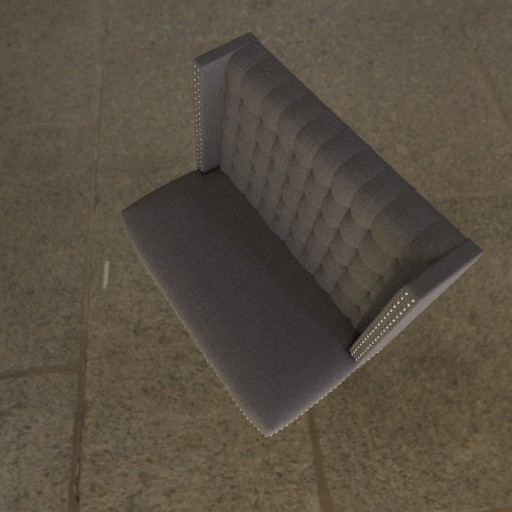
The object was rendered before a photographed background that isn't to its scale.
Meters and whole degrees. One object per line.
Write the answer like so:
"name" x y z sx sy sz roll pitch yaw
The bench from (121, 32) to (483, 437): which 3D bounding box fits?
"bench" 0.000 0.000 1.979 0.842 1.121 1.276 -33 68 -15
